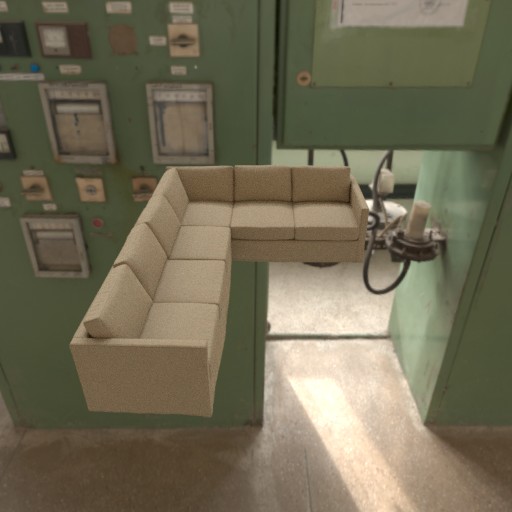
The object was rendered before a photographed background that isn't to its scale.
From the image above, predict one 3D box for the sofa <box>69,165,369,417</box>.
[{"bbox_3d":[0.000,0.000,4.402,2.432,0.871,3.182,1,31,1],"label":"sofa"}]
